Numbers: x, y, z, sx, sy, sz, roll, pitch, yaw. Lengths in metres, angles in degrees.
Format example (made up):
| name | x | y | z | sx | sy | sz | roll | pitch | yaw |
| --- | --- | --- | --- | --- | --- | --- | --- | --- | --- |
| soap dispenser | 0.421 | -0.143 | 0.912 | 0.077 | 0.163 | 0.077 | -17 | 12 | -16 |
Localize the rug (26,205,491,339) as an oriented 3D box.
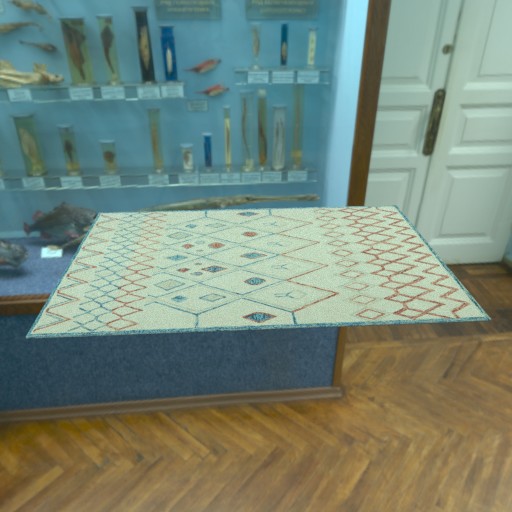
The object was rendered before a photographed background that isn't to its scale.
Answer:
| name | x | y | z | sx | sy | sz | roll | pitch | yaw |
| --- | --- | --- | --- | --- | --- | --- | --- | --- | --- |
| rug | 0.000 | 0.000 | 2.971 | 2.438 | 0.015 | 1.524 | -2 | 30 | -3 |
